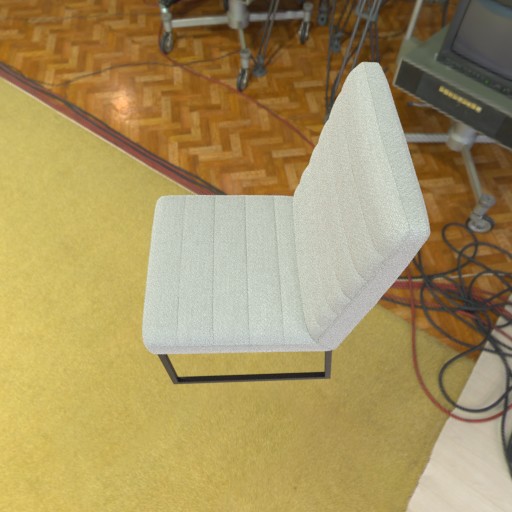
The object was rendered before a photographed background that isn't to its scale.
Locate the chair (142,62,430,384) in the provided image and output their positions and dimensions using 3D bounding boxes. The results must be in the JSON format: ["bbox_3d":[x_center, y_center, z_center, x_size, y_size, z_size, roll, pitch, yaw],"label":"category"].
[{"bbox_3d":[0.000,0.000,1.297,0.634,0.930,0.520,-2,58,-1],"label":"chair"}]
